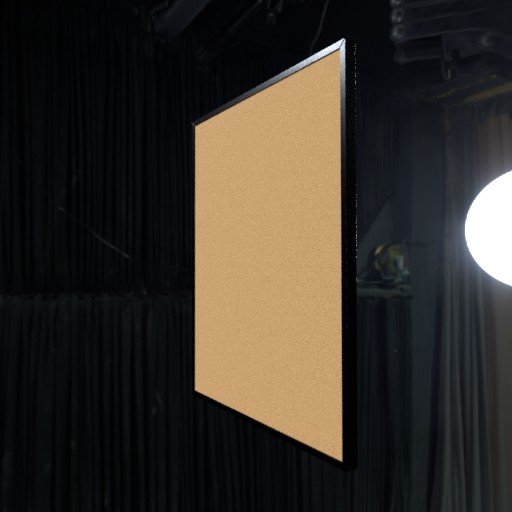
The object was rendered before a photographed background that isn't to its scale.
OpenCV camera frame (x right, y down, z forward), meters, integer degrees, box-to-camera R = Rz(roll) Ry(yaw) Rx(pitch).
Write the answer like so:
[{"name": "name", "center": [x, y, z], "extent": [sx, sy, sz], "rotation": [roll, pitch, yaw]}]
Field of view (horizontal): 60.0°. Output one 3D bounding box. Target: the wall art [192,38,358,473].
[{"name": "wall art", "center": [0.000, 0.000, 1.418], "extent": [0.040, 1.062, 0.805], "rotation": [1, -1, -36]}]
